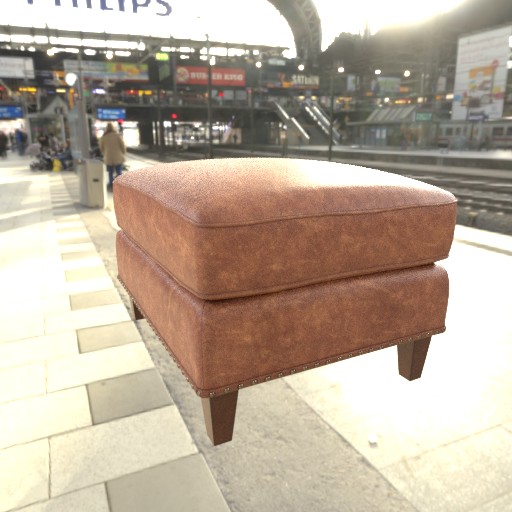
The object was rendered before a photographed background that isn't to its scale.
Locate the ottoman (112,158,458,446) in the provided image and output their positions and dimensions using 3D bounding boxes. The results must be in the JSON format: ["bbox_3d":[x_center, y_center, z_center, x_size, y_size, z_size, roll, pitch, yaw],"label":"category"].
[{"bbox_3d":[0.000,0.000,1.135,0.586,0.486,0.742,-8,17,-26],"label":"ottoman"}]
